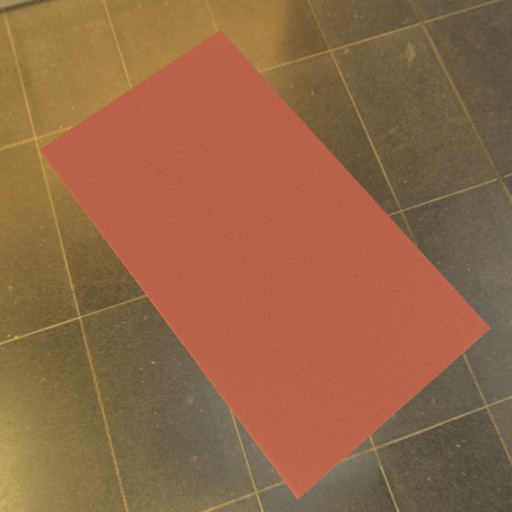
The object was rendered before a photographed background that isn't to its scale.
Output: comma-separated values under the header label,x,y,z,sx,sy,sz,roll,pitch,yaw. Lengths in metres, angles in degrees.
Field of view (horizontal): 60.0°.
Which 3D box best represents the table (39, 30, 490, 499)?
label,x,y,z,sx,sy,sz,roll,pitch,yaw
table,0.000,0.000,1.353,0.612,0.493,1.068,-38,79,-8
